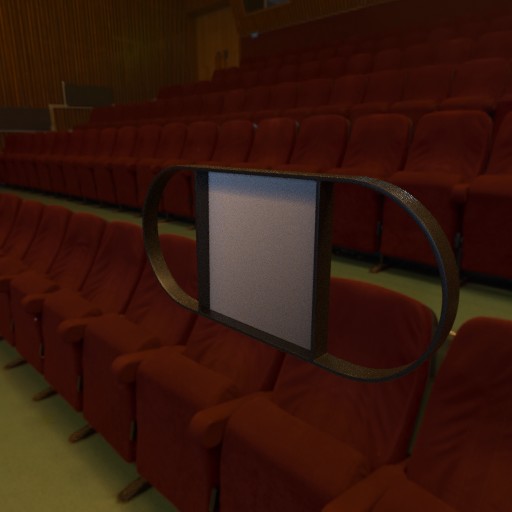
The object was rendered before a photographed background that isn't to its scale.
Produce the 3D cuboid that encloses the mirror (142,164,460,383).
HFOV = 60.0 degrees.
[{"bbox_3d":[0.000,0.000,0.664,0.584,0.254,0.032,14,21,43],"label":"mirror"}]
